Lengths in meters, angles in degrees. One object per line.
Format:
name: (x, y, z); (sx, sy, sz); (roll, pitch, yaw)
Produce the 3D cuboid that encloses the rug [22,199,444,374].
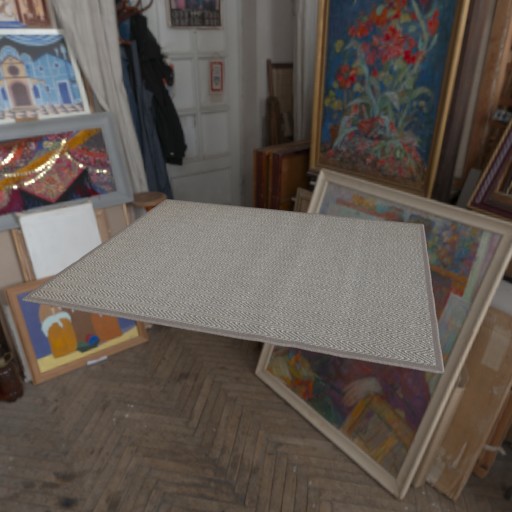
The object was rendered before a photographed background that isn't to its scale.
rug: (0.000, 0.000, 4.030); (3.007, 0.032, 2.434); (7, 27, 14)
